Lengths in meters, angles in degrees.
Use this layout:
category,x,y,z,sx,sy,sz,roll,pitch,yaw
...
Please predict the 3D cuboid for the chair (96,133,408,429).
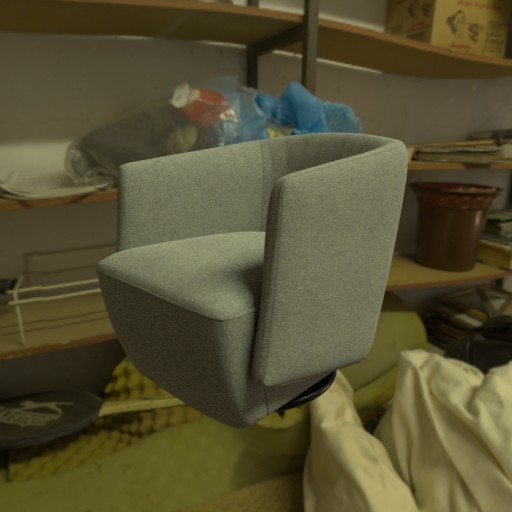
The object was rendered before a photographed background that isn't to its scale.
category,x,y,z,sx,sy,sz,roll,pitch,yaw
chair,0.000,0.000,1.599,0.822,0.861,0.986,14,21,42
